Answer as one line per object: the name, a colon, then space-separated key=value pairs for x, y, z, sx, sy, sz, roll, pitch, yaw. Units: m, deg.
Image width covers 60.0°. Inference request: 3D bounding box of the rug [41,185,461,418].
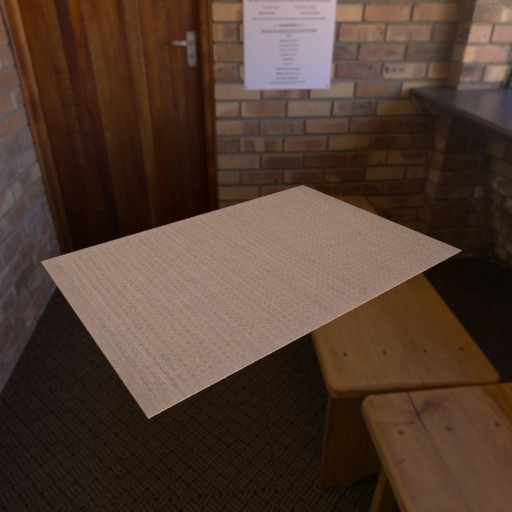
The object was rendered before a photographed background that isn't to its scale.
rug: x=0.000 y=0.000 z=3.692 sx=2.895 sy=0.006 sz=1.981 roll=-21 pitch=35 yaw=-32
